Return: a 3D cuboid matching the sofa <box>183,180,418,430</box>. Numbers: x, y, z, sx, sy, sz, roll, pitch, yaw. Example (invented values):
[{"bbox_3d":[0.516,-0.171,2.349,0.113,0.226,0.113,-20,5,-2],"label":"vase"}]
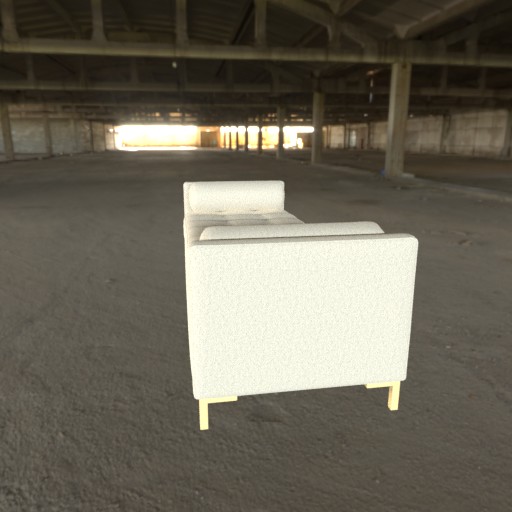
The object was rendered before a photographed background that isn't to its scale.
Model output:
[{"bbox_3d":[0.000,0.000,2.351,0.746,0.641,1.985,-2,15,-9],"label":"sofa"}]
